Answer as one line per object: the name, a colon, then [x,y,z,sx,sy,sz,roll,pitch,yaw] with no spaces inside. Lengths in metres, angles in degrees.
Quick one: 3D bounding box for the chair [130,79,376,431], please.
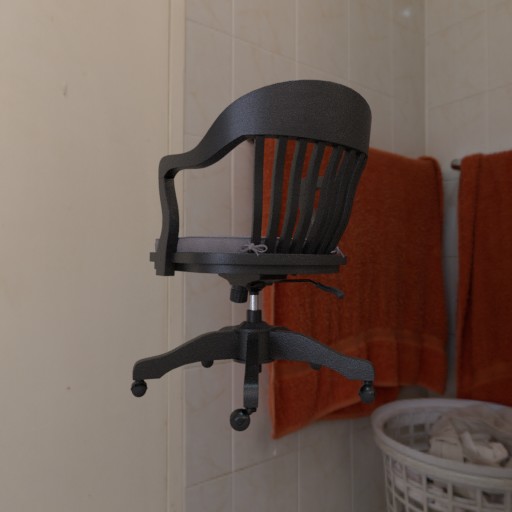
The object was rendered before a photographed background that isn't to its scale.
chair: [0.000,0.000,1.463,0.750,0.878,0.788,1,-2,-35]
